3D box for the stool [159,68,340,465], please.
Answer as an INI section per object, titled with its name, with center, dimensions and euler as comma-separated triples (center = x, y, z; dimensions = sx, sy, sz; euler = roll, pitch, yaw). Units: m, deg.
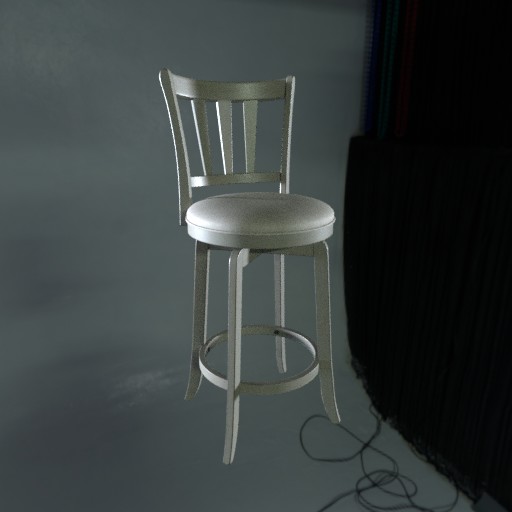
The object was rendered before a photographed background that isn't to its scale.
[stool]
center = 0.000, 0.000, 1.323
dimensions = 0.436, 1.042, 0.475
euler = -9, 19, -26
